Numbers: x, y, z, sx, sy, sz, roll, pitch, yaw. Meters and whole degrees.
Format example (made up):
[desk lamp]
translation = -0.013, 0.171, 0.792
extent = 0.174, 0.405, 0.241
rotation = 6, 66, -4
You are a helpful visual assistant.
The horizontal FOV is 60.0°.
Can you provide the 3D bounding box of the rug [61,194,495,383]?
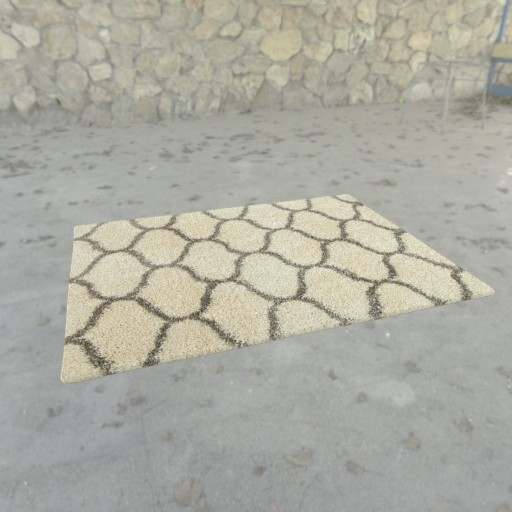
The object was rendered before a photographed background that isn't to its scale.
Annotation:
[rug]
translation = 0.000, 0.000, 2.026
extent = 1.600, 0.025, 1.200
rotation = -9, 29, -16
